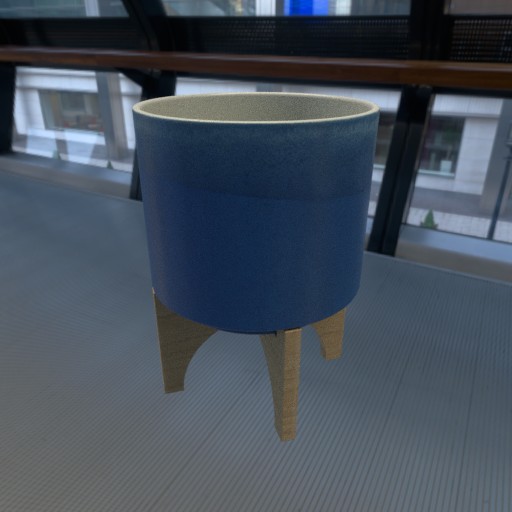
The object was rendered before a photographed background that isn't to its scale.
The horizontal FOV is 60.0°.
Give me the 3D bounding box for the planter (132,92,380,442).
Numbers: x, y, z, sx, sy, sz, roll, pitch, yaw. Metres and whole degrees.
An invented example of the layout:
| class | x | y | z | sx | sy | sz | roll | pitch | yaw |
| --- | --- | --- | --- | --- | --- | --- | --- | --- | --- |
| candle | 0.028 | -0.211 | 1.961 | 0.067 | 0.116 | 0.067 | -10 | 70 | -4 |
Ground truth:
| class | x | y | z | sx | sy | sz | roll | pitch | yaw |
| --- | --- | --- | --- | --- | --- | --- | --- | --- | --- |
| planter | 0.000 | 0.000 | 0.560 | 0.261 | 0.367 | 0.261 | 0 | 25 | 0 |
